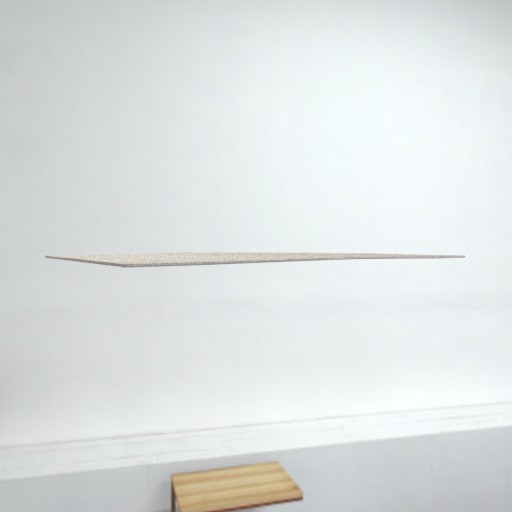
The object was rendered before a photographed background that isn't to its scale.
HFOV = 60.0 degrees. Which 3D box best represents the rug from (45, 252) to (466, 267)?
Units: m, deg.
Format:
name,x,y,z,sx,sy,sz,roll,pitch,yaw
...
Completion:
name,x,y,z,sx,sy,sz,roll,pitch,yaw
rug,0.000,0.000,2.981,2.342,0.030,1.609,-1,2,-35
